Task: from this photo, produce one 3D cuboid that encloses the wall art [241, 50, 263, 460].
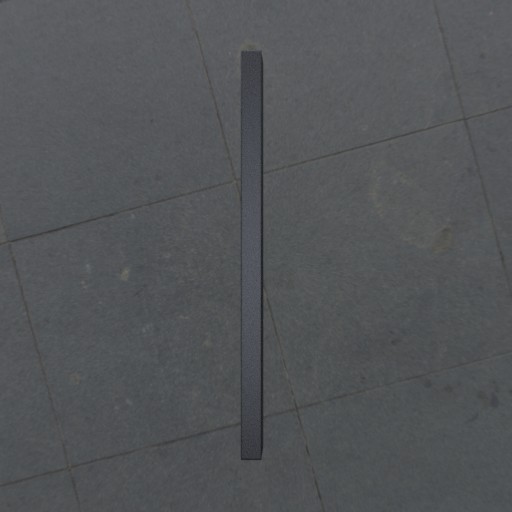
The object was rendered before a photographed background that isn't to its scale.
[{"bbox_3d":[0.000,0.000,1.621,0.053,1.194,0.950,0,90,1],"label":"wall art"}]
